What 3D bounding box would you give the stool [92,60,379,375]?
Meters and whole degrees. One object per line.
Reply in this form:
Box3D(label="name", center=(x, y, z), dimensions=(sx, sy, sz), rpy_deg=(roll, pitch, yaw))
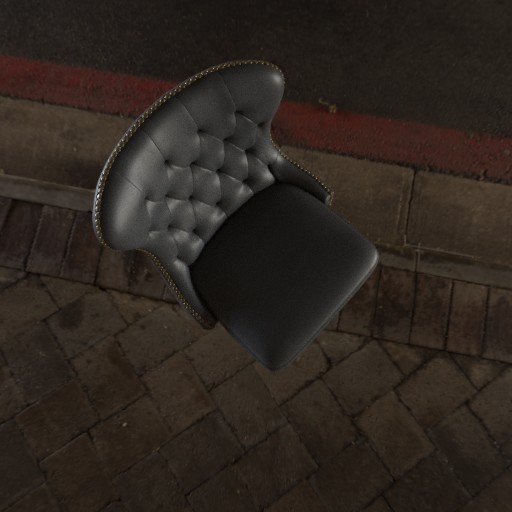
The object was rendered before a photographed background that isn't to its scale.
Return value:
Box3D(label="stool", center=(0.000, 0.000, 1.309), dimensions=(0.593, 0.971, 0.528), rpy_deg=(42, 80, 9))
